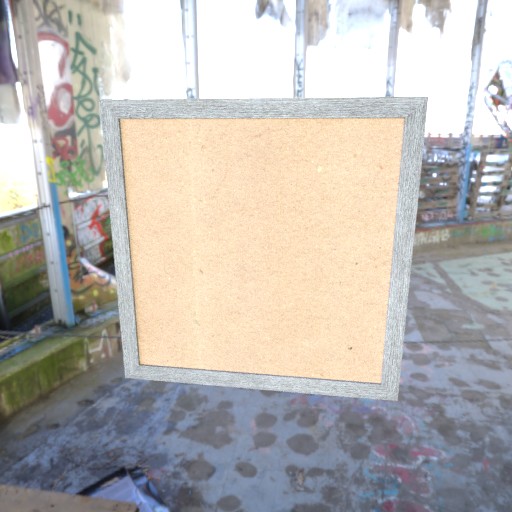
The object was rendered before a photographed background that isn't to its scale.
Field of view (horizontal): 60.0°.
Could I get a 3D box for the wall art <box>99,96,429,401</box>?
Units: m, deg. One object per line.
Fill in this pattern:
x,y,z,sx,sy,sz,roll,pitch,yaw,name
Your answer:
0.000,0.000,1.018,0.685,0.685,0.020,2,16,8,wall art
